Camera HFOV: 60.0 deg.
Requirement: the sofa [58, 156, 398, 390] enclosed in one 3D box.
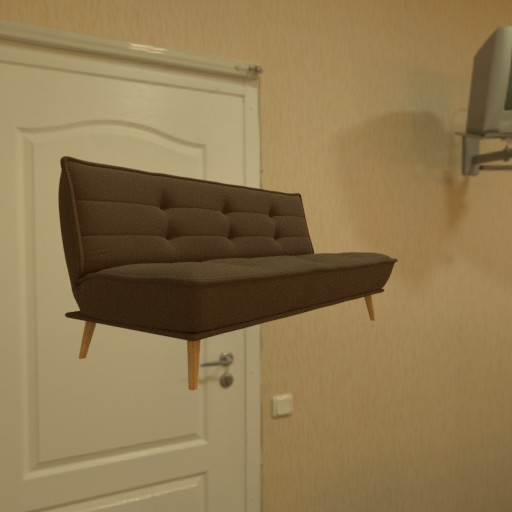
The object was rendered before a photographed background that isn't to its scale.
[{"bbox_3d":[0.000,0.000,2.462,0.950,0.890,1.940,2,3,36],"label":"sofa"}]
